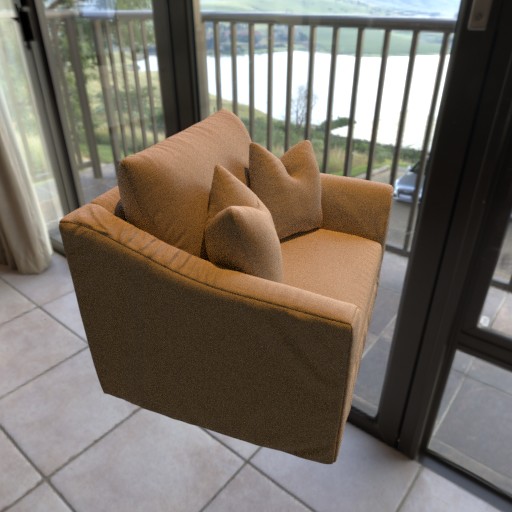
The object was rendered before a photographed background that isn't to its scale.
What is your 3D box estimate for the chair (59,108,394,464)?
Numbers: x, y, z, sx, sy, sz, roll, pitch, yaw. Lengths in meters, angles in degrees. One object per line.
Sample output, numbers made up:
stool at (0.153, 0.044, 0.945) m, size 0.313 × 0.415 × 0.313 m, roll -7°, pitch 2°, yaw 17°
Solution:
chair at (0.000, 0.000, 2.020) m, size 1.071 × 1.093 × 1.194 m, roll 11°, pitch 32°, yaw 18°
